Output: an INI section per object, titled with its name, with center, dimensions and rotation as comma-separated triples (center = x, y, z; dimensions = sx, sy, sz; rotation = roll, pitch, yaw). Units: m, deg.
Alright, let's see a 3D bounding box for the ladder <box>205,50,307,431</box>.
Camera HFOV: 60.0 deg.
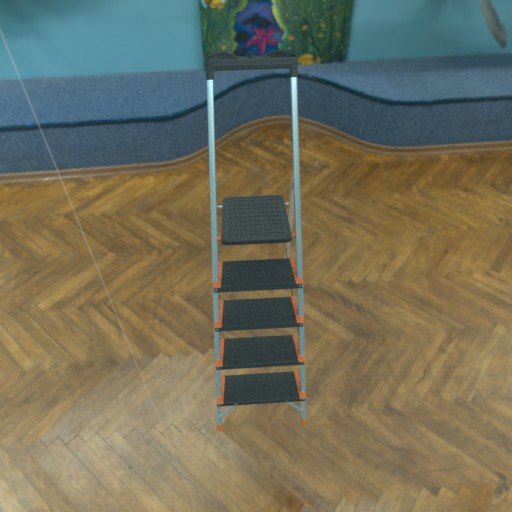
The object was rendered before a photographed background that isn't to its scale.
[ladder]
center = 0.000, 0.000, 2.082
dimensions = 0.480, 1.646, 0.995
rotation = -3, 48, -3
